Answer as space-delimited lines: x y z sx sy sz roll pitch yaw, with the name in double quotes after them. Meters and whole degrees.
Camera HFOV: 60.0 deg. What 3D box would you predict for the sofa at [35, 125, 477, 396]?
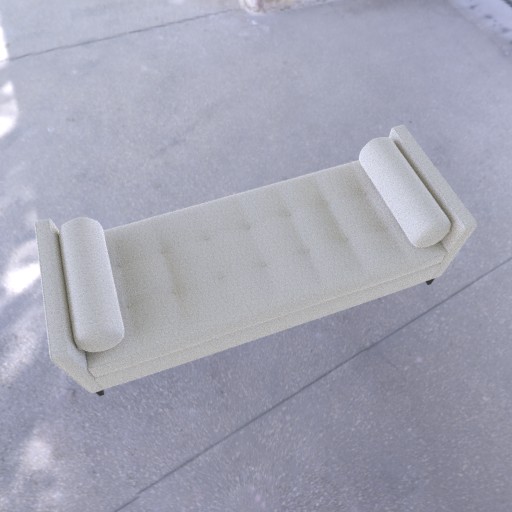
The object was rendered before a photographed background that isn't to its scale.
0.000 0.000 2.342 1.985 0.641 0.746 -17 60 -10 "sofa"
